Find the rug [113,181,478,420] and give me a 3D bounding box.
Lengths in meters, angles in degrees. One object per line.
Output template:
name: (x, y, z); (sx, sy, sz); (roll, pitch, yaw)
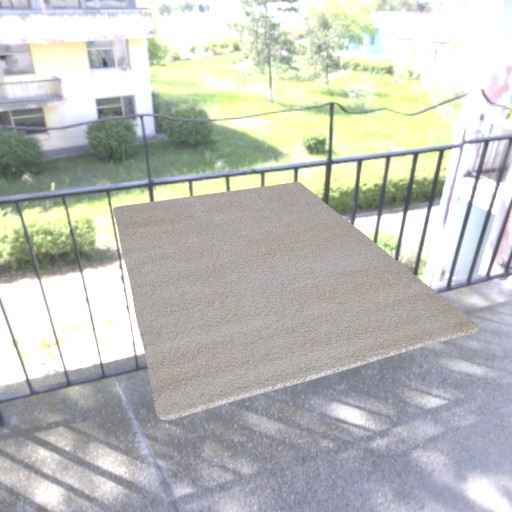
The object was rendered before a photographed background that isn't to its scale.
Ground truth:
rug: (0.000, 0.000, 2.124); (1.199, 0.025, 1.600); (-11, 32, -17)
